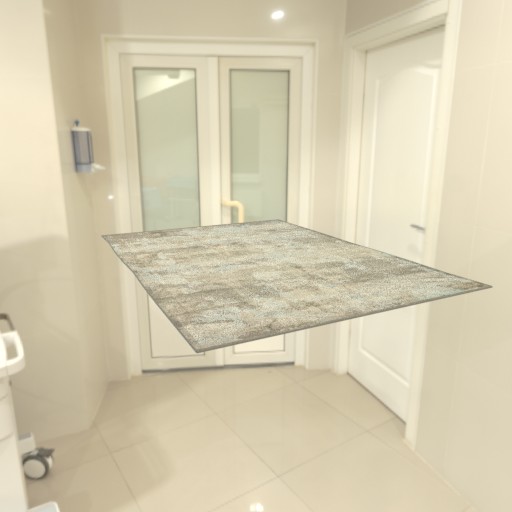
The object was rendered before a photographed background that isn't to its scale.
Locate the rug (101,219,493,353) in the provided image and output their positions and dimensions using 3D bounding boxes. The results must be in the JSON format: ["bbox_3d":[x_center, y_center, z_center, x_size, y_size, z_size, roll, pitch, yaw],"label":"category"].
[{"bbox_3d":[0.000,0.000,4.283,2.393,0.013,3.307,-7,16,-26],"label":"rug"}]
